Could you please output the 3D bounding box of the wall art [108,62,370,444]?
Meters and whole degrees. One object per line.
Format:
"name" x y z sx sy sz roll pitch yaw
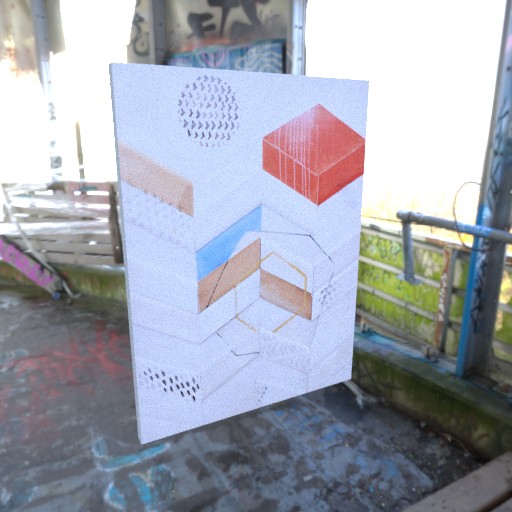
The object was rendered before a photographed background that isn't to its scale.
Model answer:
"wall art" 0.000 0.000 1.587 0.914 1.221 0.046 -8 17 -27
